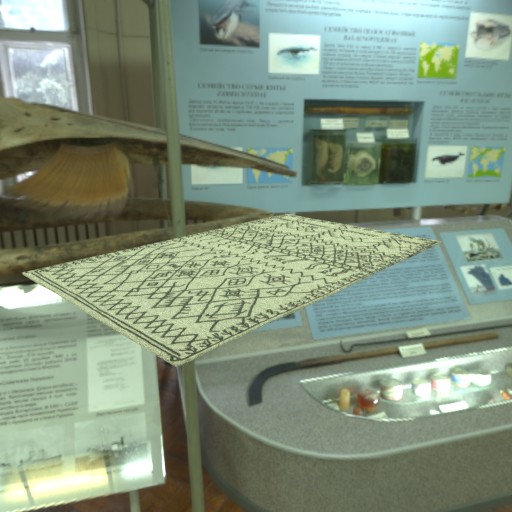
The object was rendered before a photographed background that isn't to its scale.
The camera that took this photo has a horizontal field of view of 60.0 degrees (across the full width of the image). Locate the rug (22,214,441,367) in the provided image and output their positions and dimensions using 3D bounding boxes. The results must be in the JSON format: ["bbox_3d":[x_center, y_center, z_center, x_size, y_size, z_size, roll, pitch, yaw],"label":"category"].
[{"bbox_3d":[0.000,0.000,4.671,2.393,0.019,3.824,15,23,41],"label":"rug"}]
